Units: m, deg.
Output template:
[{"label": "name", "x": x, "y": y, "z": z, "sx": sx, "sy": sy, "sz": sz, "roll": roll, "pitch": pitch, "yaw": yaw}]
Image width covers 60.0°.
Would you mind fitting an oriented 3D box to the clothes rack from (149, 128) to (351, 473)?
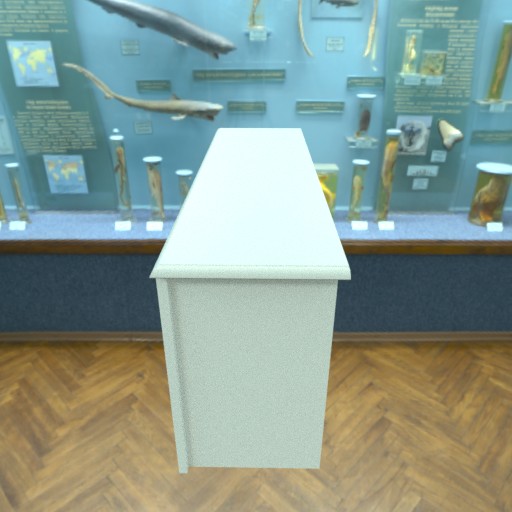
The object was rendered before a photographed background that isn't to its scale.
[{"label": "clothes rack", "x": 0.000, "y": 0.000, "z": 1.326, "sx": 0.324, "sy": 0.531, "sz": 1.120, "roll": 0, "pitch": 27, "yaw": 1}]
